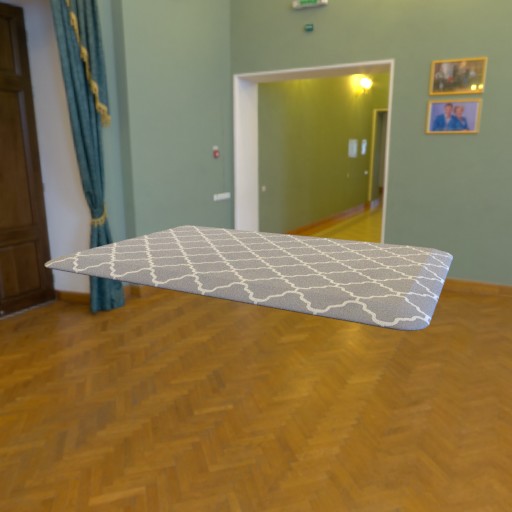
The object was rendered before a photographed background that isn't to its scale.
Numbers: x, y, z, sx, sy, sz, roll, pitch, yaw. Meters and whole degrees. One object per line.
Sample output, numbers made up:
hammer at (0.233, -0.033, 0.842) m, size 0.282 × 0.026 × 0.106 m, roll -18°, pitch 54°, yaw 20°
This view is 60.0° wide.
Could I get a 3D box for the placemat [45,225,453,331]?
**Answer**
placemat at (0.000, 0.000, 0.966) m, size 0.762 × 0.021 × 0.508 m, roll 7°, pitch 15°, yaw 26°
